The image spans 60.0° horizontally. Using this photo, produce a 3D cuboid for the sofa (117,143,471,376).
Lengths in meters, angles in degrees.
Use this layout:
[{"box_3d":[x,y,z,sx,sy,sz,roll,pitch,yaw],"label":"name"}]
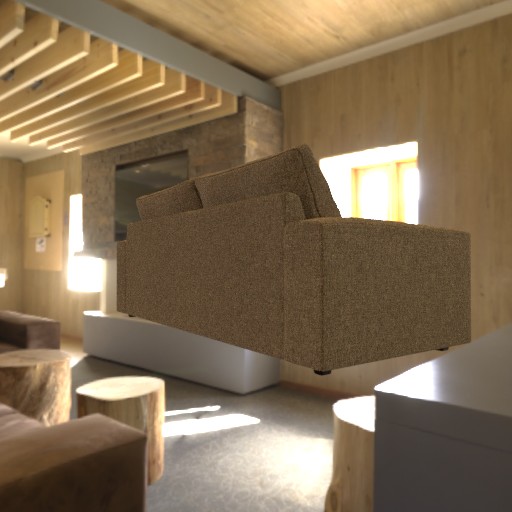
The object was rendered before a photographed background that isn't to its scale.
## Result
[{"box_3d":[0.000,0.000,2.795,1.040,0.922,2.299,0,-1,-35],"label":"sofa"}]
